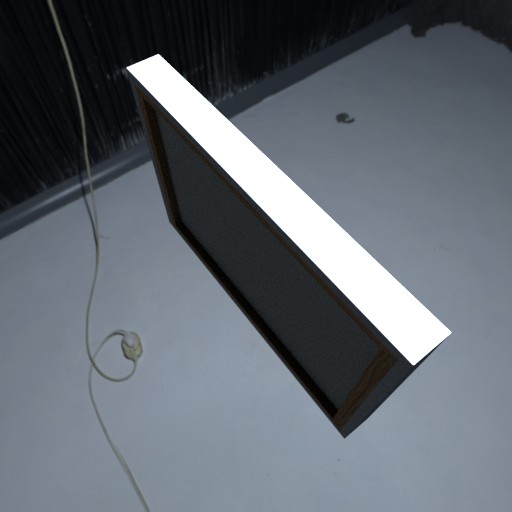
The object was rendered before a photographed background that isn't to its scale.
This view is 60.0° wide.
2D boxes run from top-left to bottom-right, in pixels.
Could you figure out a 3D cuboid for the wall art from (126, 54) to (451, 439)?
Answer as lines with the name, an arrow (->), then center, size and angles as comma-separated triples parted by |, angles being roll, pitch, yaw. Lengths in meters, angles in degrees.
wall art -> 0.000, 0.000, 0.478 | 0.038, 0.259, 0.381 | -33, 63, -19
